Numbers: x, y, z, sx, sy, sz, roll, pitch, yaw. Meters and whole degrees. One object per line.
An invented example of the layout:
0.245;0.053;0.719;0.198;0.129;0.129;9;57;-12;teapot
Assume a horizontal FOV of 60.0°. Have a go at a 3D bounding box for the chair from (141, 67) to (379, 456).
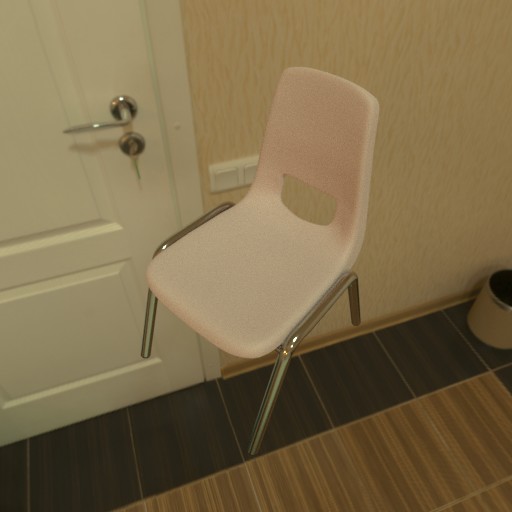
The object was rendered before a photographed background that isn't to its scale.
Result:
0.000;0.000;0.856;0.354;0.586;0.423;32;54;27;chair
